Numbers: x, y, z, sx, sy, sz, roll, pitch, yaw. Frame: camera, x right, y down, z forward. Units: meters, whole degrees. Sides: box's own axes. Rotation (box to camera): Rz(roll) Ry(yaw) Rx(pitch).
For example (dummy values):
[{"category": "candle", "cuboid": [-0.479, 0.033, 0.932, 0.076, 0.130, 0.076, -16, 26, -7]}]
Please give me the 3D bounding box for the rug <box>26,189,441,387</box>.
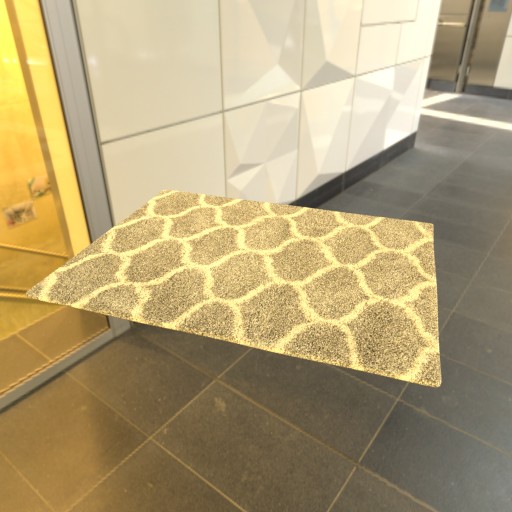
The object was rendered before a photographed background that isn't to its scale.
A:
[{"category": "rug", "cuboid": [0.000, 0.000, 2.083, 1.600, 0.025, 1.200, 9, 31, 15]}]
